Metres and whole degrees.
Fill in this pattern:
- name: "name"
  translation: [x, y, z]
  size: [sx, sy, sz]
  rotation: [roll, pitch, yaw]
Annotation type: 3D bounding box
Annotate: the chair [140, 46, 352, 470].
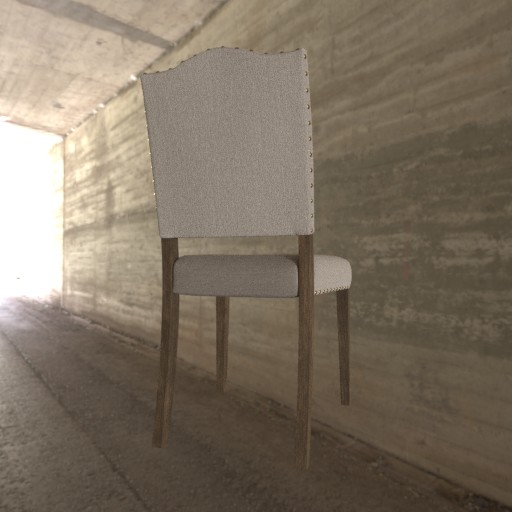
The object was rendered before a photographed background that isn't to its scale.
- name: "chair"
  translation: [0.000, 0.000, 1.352]
  size: [0.508, 1.020, 0.620]
  rotation: [0, -1, 19]
